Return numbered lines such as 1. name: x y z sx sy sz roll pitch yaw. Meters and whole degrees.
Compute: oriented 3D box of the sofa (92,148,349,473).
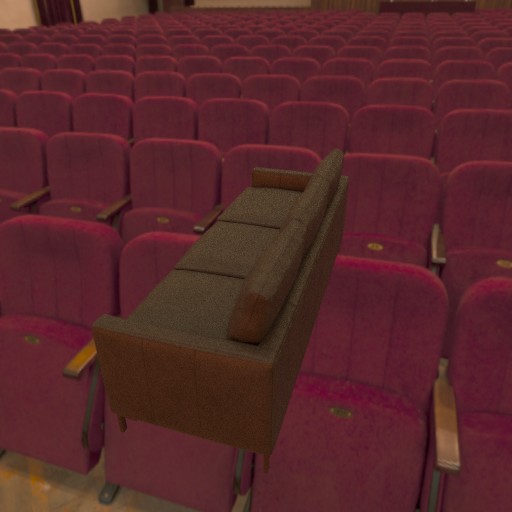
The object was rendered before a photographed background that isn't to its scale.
1. sofa: 0.000 0.000 2.452 0.748 0.805 2.029 9 30 15
